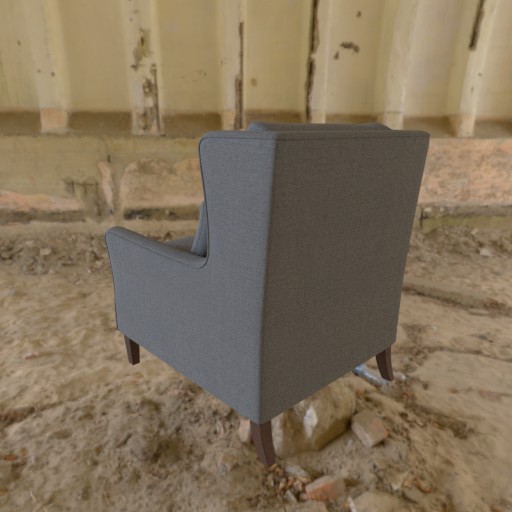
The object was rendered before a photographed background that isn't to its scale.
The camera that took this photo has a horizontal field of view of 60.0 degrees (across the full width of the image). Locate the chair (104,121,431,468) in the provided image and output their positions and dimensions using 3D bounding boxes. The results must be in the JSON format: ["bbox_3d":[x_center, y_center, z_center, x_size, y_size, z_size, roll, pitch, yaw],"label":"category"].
[{"bbox_3d":[0.000,0.000,1.831,0.866,1.056,1.040,-15,22,-41],"label":"chair"}]
